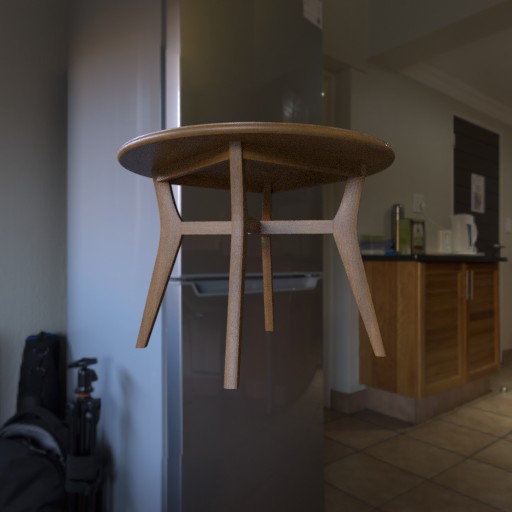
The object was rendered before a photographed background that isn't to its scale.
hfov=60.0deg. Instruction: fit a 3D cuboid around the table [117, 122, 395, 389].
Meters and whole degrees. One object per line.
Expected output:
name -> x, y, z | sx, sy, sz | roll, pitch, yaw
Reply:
table -> 0.000, 0.000, 1.763 | 1.055, 0.757, 1.055 | 0, 0, 0
